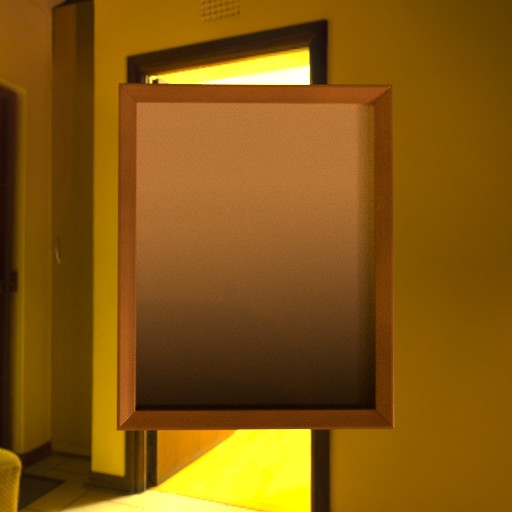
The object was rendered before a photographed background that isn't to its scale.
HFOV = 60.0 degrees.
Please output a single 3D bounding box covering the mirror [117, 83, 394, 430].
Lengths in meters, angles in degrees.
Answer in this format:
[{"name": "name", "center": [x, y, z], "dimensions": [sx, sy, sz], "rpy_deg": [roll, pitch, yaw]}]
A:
[{"name": "mirror", "center": [0.000, 0.000, 0.671], "dimensions": [0.406, 0.509, 0.041], "rpy_deg": [0, -1, -1]}]
